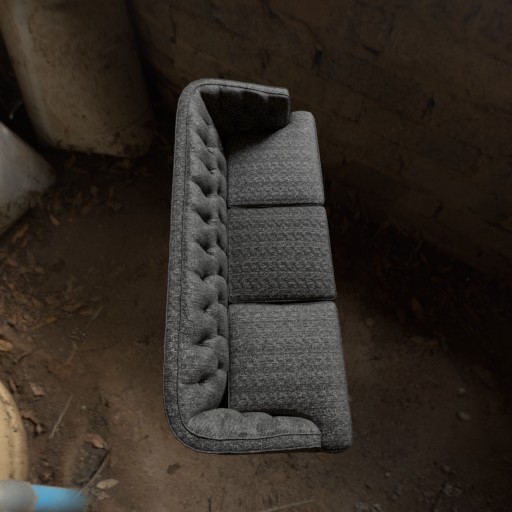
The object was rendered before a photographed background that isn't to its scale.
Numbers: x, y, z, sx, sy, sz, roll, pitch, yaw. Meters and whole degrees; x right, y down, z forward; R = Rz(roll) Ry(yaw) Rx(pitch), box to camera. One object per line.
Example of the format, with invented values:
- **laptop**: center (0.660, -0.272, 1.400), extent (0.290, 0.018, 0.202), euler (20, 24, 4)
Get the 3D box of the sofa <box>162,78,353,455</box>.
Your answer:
- **sofa**: center (0.000, 0.000, 2.763), extent (0.941, 0.855, 2.278), euler (-2, 65, -1)
